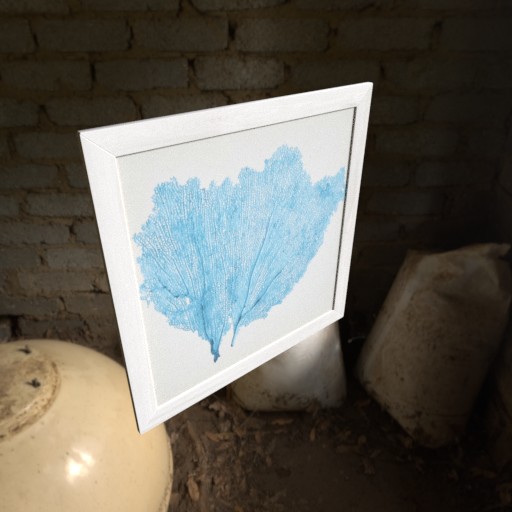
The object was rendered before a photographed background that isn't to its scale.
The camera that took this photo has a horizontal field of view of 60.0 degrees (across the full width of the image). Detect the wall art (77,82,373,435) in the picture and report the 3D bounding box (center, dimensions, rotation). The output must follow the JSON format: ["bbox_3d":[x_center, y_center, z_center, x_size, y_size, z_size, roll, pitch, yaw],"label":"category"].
[{"bbox_3d":[0.000,0.000,0.871,0.584,0.584,0.013,-22,37,-33],"label":"wall art"}]
